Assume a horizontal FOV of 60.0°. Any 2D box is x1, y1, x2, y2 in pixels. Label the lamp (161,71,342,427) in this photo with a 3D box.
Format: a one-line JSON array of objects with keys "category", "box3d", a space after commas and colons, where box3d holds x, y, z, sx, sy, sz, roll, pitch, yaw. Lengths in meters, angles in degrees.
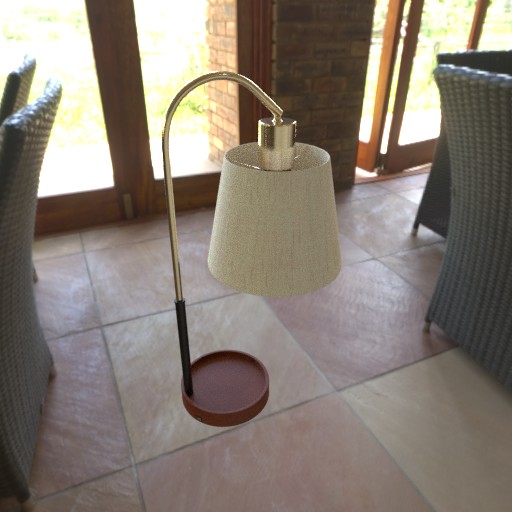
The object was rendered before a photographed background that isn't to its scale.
[{"category": "lamp", "box3d": [0.000, 0.000, 0.687, 0.273, 0.536, 0.211, -11, 31, -18]}]
